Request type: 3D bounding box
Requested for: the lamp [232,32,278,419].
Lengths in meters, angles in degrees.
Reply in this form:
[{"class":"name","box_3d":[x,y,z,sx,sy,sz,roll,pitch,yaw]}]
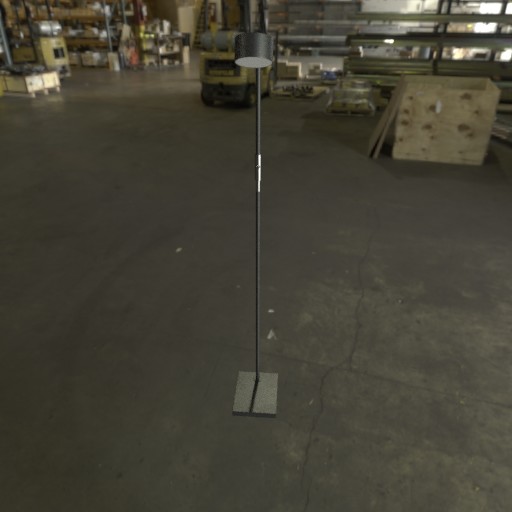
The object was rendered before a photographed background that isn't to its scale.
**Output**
[{"class":"lamp","box_3d":[0.000,0.000,1.765,0.203,1.600,0.304,2,29,4]}]
